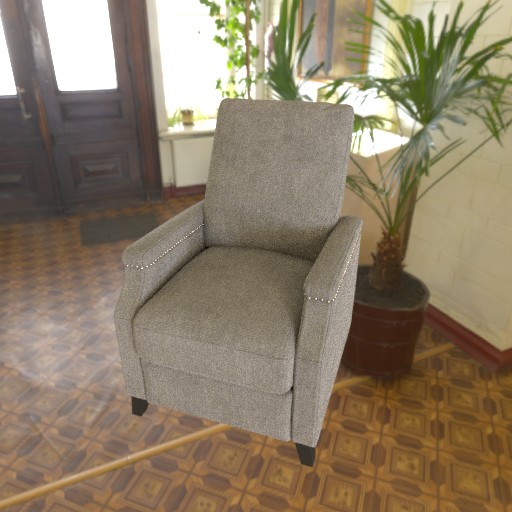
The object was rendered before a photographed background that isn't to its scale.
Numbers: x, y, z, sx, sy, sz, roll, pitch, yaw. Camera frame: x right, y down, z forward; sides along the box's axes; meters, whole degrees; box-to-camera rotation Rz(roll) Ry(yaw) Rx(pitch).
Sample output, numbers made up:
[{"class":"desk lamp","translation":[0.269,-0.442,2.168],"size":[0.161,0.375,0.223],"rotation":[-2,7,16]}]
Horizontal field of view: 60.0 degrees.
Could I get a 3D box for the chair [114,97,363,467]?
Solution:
[{"class":"chair","translation":[0.000,0.000,1.673],"size":[0.710,1.049,0.922],"rotation":[9,28,17]}]
